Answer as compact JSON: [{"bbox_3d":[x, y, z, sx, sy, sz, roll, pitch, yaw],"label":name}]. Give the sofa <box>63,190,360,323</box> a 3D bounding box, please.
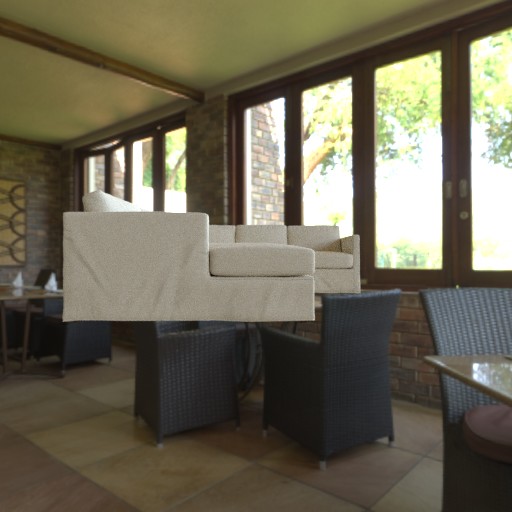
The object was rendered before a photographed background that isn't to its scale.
[{"bbox_3d":[0.000,0.000,4.478,2.448,0.882,3.464,0,-1,0],"label":"sofa"}]
